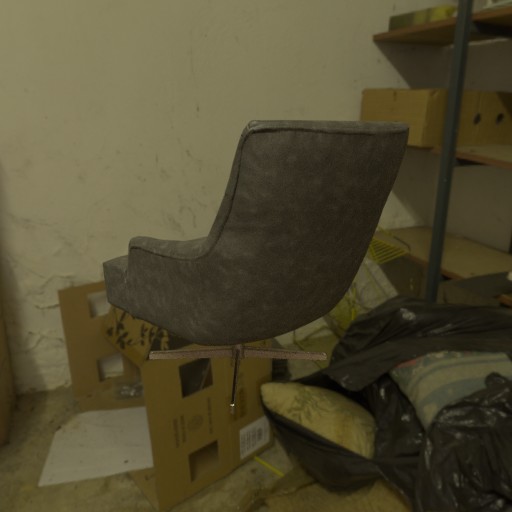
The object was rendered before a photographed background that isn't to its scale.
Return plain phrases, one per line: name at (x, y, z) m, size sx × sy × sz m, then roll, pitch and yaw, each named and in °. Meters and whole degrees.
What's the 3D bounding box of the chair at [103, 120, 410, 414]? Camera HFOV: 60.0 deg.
chair at (0.000, 0.000, 1.507) m, size 0.738 × 0.870 × 0.874 m, roll -15°, pitch 22°, yaw -42°
